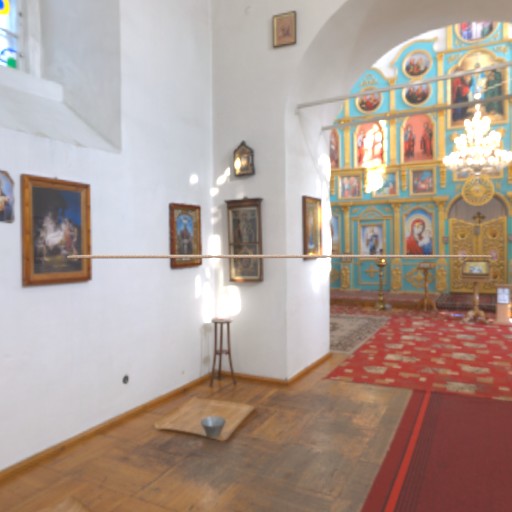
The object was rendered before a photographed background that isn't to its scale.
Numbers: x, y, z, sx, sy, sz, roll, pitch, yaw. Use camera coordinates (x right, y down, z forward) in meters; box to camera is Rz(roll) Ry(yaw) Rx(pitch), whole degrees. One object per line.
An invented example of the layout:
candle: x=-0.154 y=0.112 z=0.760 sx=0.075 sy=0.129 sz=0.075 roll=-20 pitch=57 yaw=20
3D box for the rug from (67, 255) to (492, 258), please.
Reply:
rug: x=0.000 y=0.000 z=4.119 sx=3.039 sy=0.018 sz=2.462 roll=0 pitch=0 yaw=-18
